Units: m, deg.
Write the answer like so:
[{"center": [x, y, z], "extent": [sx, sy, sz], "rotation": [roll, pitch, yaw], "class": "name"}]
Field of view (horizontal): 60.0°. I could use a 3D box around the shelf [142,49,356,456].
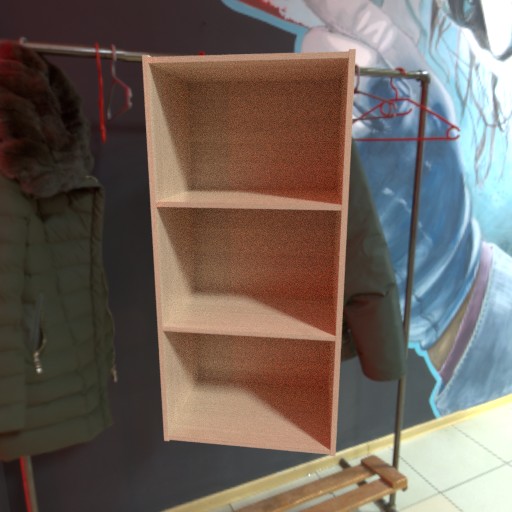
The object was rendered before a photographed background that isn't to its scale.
[{"center": [0.000, 0.000, 1.095], "extent": [0.417, 0.876, 0.292], "rotation": [2, 14, 8], "class": "shelf"}]
